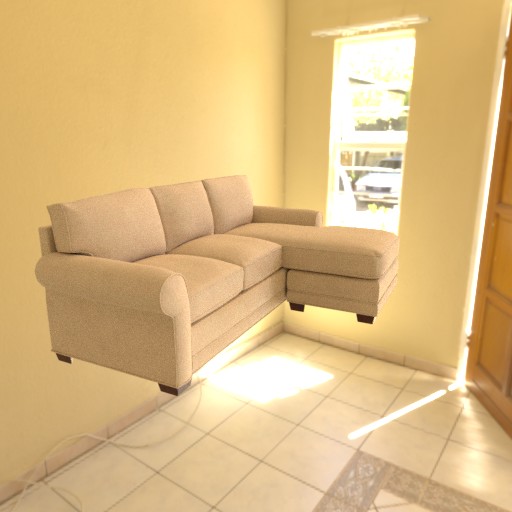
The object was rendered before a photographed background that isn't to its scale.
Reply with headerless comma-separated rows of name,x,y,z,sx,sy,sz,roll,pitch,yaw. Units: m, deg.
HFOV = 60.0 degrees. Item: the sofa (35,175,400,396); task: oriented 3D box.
sofa,0.000,0.000,2.323,1.226,0.734,1.770,7,16,26
